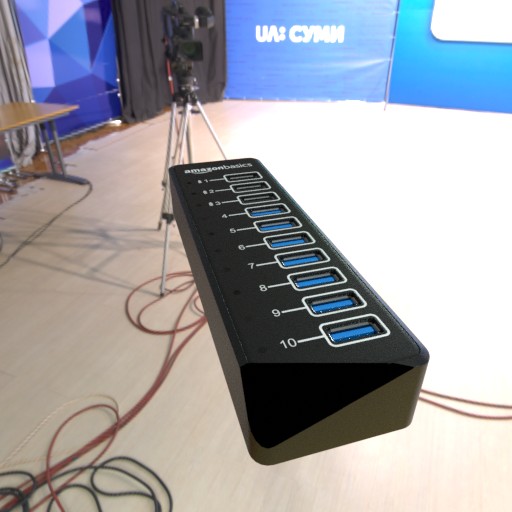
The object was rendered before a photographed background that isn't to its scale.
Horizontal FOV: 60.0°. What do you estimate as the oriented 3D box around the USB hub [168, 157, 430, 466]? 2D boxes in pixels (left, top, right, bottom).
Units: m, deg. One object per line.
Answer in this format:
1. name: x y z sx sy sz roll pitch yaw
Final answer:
1. USB hub: 0.000 0.000 0.161 0.044 0.023 0.145 -9 33 -14
